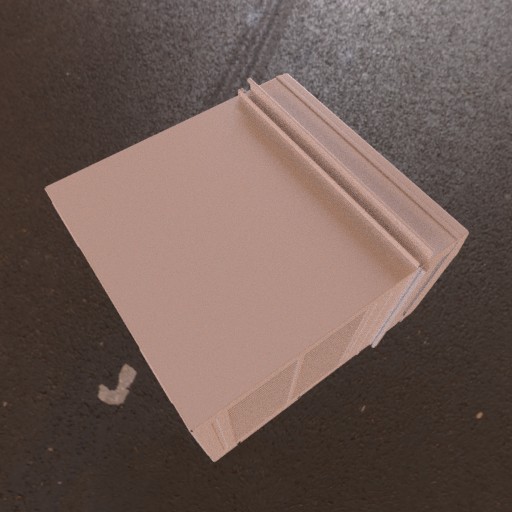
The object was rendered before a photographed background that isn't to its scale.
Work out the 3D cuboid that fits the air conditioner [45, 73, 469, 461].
[{"bbox_3d":[0.000,0.000,0.875,0.546,0.388,0.503,-31,64,-17],"label":"air conditioner"}]
